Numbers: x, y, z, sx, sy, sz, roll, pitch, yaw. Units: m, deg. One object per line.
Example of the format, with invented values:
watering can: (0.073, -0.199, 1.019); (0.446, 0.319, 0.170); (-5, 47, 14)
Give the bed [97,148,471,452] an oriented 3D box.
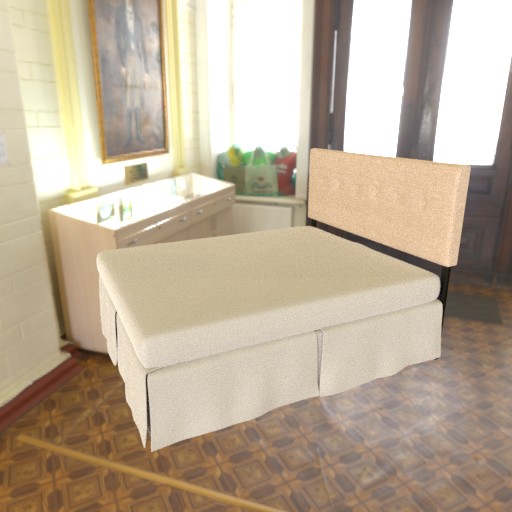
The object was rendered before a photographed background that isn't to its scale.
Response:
bed: (0.000, 0.000, 2.994); (1.978, 1.270, 1.643); (-8, 19, -25)
